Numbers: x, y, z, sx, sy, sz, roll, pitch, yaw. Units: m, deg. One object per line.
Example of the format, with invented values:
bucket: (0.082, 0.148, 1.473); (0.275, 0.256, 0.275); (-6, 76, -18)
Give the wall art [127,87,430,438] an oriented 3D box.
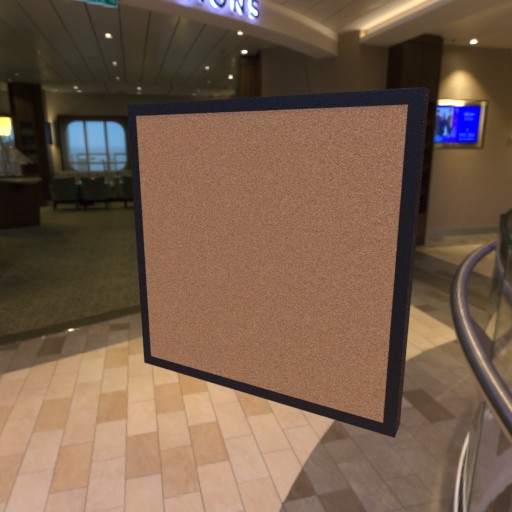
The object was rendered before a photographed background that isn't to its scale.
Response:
wall art: (0.000, 0.000, 0.755); (0.508, 0.508, 0.038); (8, 16, 28)
